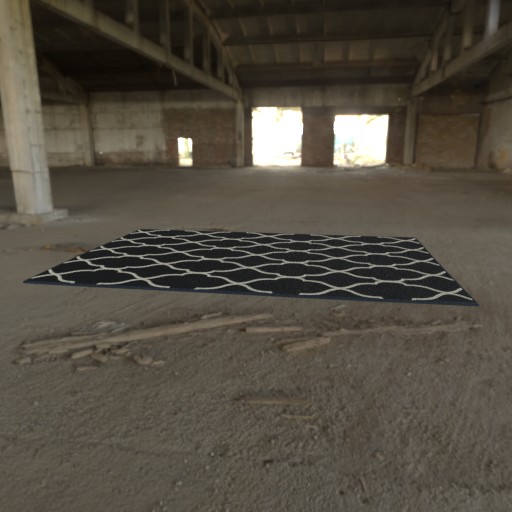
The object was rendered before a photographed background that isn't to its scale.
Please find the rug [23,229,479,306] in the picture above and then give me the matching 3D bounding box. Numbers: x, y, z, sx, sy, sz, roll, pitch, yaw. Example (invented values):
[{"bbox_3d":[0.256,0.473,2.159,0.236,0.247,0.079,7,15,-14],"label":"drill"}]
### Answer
[{"bbox_3d":[0.000,0.000,2.904,2.290,0.014,1.526,2,14,9],"label":"rug"}]
